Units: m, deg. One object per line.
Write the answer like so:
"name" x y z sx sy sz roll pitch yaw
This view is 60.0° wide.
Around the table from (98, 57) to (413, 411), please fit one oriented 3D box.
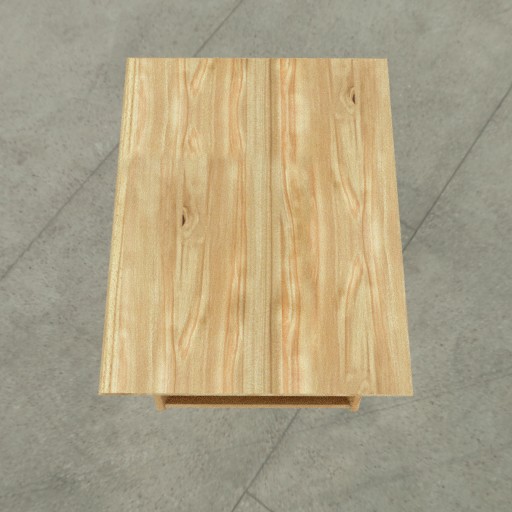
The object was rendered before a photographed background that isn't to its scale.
"table" 0.000 0.000 0.837 0.380 0.515 0.530 0 76 0
